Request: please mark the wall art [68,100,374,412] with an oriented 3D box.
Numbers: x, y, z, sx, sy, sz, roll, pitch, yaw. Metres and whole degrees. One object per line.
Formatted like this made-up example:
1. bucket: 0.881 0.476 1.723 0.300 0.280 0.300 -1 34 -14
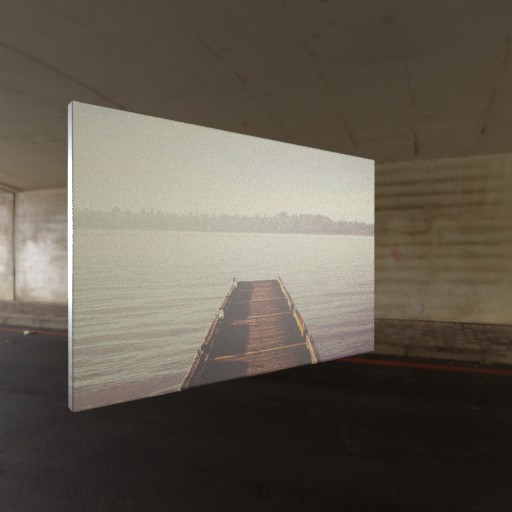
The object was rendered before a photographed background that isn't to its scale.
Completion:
1. wall art: 0.000 0.000 0.773 0.615 0.410 0.021 0 0 -37
